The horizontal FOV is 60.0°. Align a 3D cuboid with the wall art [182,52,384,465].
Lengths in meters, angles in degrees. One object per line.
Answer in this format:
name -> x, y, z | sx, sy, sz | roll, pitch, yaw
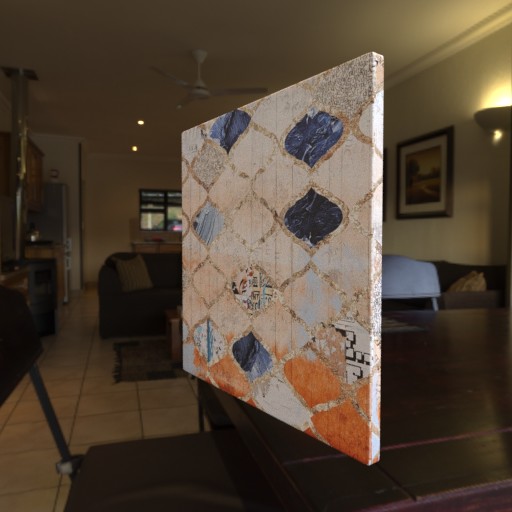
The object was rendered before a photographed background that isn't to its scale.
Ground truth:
wall art -> 0.000, 0.000, 1.350 | 0.039, 0.914, 0.912 | -2, 3, -36
